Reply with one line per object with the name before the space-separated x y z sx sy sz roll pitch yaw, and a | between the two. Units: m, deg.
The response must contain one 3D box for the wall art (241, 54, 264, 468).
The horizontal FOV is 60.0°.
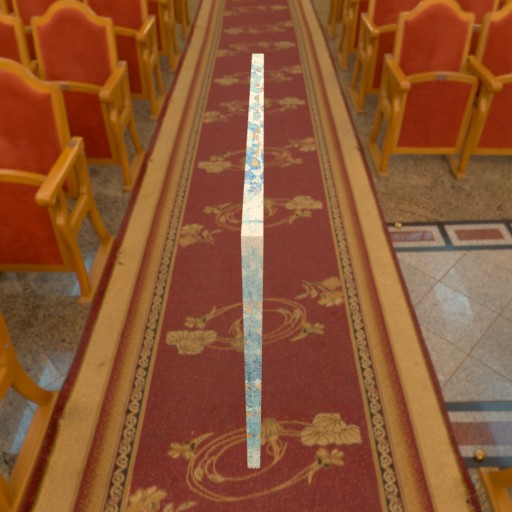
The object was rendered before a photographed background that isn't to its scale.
wall art | 0.000 0.000 1.383 0.040 0.916 0.916 1 42 1
